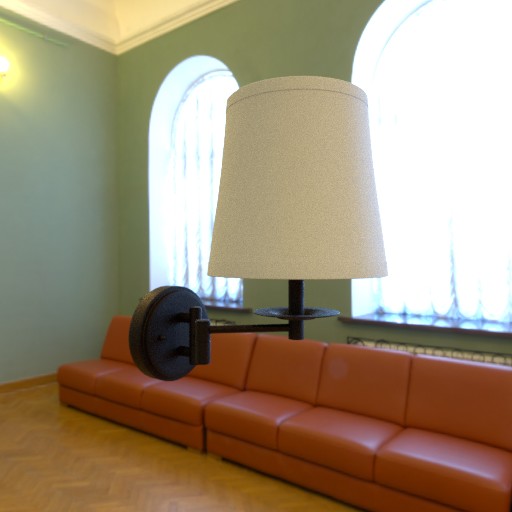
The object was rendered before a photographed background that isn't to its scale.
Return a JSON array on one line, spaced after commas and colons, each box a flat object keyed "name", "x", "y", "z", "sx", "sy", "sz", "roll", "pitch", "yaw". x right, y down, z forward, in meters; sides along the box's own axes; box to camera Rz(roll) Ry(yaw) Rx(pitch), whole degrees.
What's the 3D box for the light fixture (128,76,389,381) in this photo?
[{"name": "light fixture", "x": 0.000, "y": 0.000, "z": 0.267, "sx": 0.157, "sy": 0.172, "sz": 0.100, "roll": 0, "pitch": 0, "yaw": 36}]
